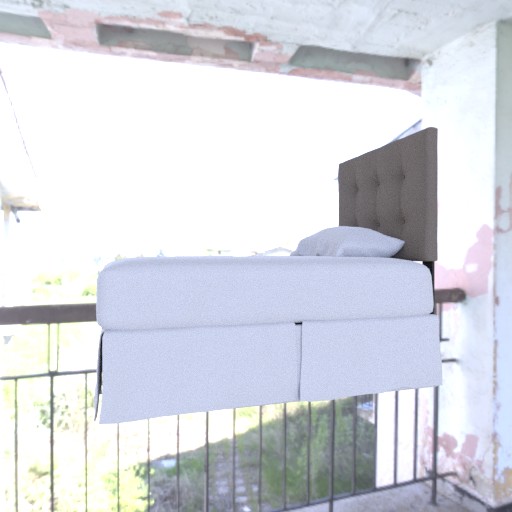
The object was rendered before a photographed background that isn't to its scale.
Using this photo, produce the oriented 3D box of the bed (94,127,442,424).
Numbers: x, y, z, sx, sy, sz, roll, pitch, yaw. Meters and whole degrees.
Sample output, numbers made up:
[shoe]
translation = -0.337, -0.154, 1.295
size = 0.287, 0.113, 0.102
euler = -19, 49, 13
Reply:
[bed]
translation = 0.000, 0.000, 2.925
size = 1.997, 1.571, 1.261
euler = 0, 0, -18
